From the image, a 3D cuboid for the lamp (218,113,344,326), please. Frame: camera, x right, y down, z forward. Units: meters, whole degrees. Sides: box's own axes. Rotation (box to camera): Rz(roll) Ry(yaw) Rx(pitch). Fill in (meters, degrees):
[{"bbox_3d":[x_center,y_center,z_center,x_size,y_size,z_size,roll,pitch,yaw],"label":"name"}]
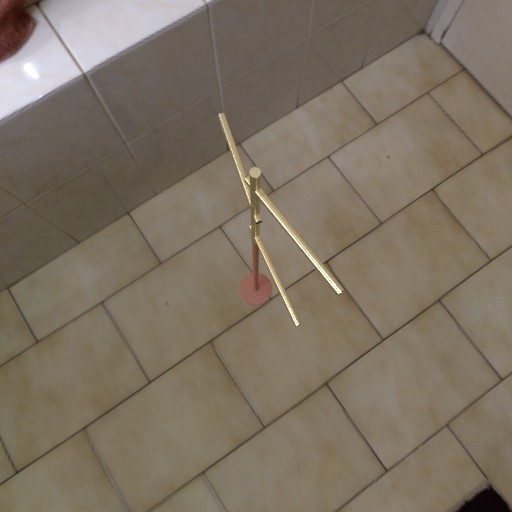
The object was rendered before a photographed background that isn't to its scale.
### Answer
[{"bbox_3d":[0.000,0.000,1.967,0.209,1.704,0.737,-31,78,-8],"label":"lamp"}]
